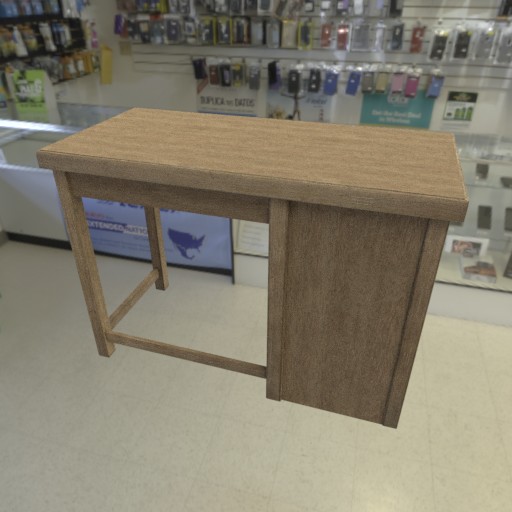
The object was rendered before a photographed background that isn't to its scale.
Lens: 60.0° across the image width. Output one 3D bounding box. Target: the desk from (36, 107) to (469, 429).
[{"bbox_3d":[0.000,0.000,1.737,1.289,0.912,0.610,9,33,15],"label":"desk"}]
